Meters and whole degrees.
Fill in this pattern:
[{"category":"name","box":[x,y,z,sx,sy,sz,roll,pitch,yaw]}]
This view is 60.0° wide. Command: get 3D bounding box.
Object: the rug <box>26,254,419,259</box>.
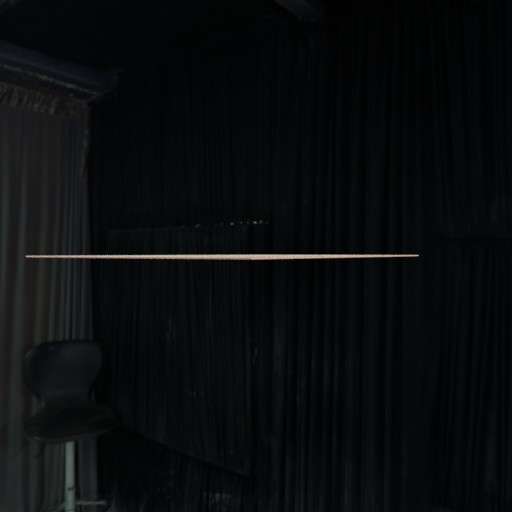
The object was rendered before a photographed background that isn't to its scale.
[{"category":"rug","box":[0.000,0.000,2.365,1.219,0.008,1.829,0,0,34]}]
